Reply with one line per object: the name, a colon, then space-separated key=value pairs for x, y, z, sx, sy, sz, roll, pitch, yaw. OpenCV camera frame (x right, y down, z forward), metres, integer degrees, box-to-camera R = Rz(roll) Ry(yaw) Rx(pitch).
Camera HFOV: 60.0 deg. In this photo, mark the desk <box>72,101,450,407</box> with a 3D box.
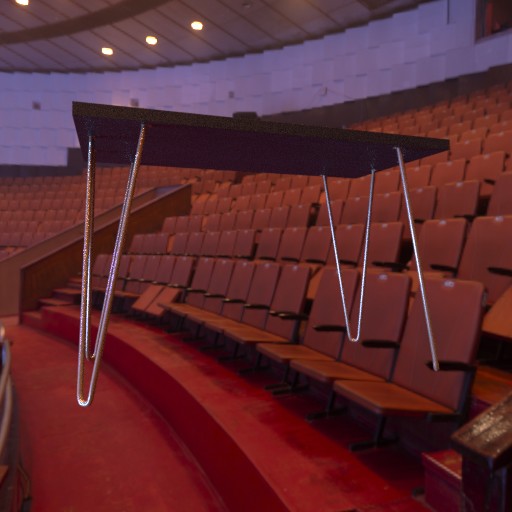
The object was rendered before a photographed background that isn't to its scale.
desk: x=0.000 y=0.000 z=1.336 sx=0.991 sy=0.660 sz=0.499 roll=0 pitch=0 yaw=-19
